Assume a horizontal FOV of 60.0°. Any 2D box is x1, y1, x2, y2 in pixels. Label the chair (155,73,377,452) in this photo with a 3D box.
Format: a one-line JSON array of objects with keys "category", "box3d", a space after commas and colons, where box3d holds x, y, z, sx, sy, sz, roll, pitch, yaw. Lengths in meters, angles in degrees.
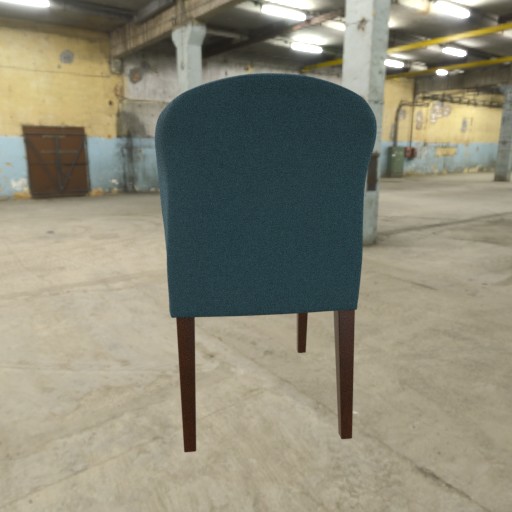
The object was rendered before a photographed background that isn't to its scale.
[{"category": "chair", "box3d": [0.000, 0.000, 1.268, 0.507, 0.879, 0.620, -2, 13, -7]}]
